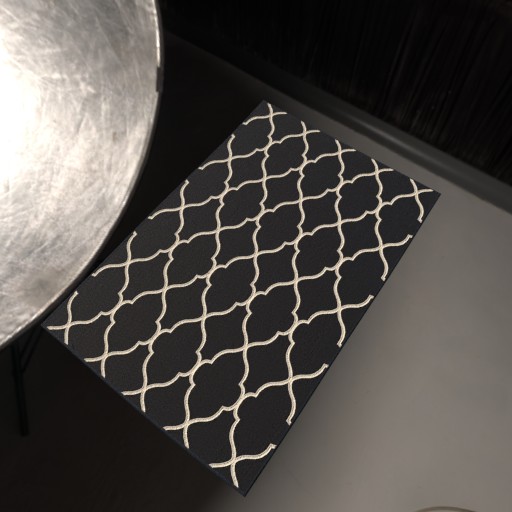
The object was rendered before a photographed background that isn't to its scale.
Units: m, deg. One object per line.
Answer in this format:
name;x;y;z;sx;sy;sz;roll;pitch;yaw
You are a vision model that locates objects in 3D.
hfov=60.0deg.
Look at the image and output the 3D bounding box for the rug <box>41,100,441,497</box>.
rug;0.000;0.000;2.852;1.528;0.014;2.294;33;67;16
